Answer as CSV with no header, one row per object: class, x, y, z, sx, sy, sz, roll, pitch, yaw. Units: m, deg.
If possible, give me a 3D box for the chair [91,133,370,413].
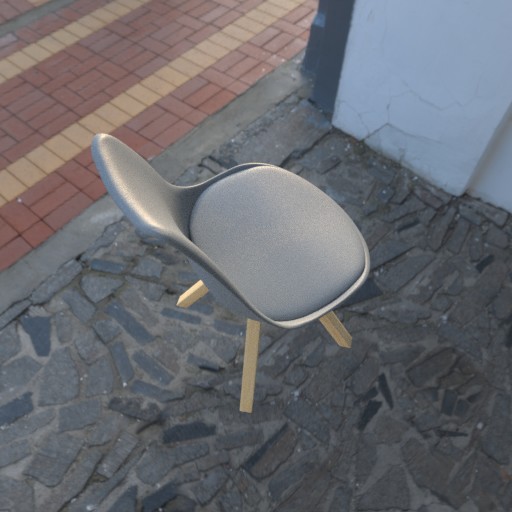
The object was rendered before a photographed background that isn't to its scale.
chair,0.000,0.000,1.123,0.549,0.850,0.485,-28,61,-17
